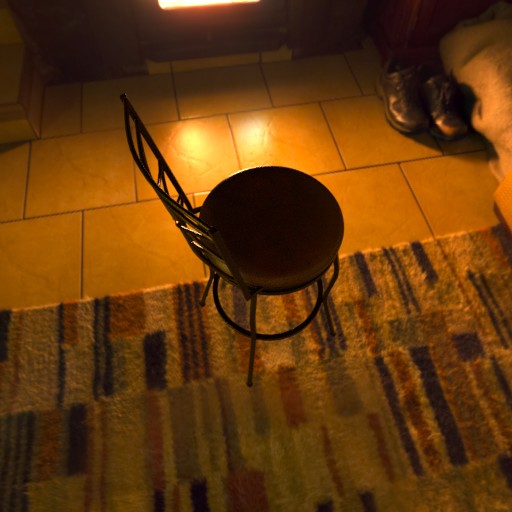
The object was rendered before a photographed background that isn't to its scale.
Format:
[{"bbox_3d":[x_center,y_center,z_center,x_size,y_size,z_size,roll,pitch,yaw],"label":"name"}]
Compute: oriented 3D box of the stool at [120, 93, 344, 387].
[{"bbox_3d":[0.000,0.000,1.410,0.534,1.117,0.434,-27,62,-16],"label":"stool"}]
